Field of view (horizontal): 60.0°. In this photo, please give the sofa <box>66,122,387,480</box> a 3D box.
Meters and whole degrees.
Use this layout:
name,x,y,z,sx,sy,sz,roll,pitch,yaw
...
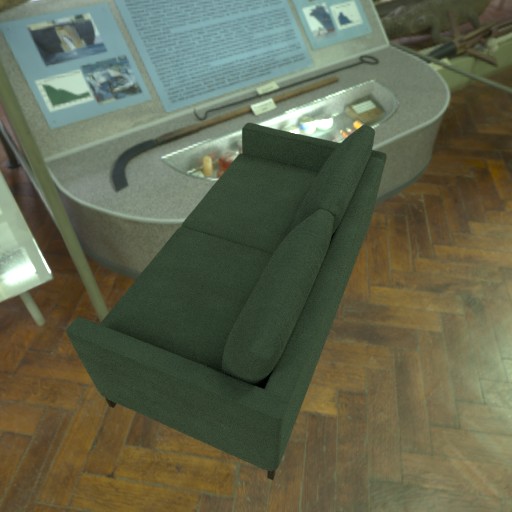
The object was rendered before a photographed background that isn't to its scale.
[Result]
name,x,y,z,sx,sy,sz,roll,pitch,yaw
sofa,0.000,0.000,2.182,0.875,0.817,1.676,17,48,16
